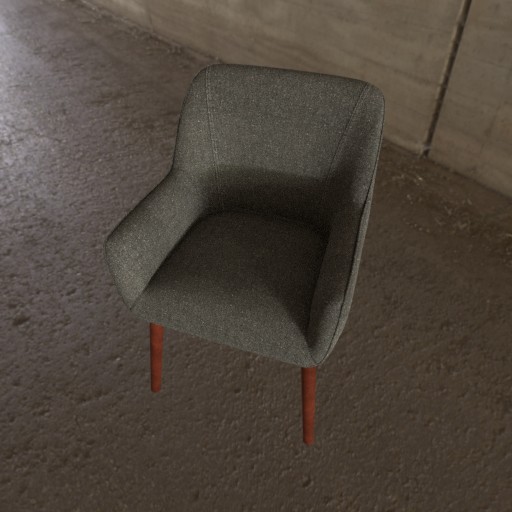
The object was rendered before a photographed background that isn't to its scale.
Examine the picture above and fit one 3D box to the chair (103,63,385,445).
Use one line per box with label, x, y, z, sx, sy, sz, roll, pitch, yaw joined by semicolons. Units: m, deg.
chair;0.000;0.000;1.162;0.543;0.803;0.519;13;43;15
